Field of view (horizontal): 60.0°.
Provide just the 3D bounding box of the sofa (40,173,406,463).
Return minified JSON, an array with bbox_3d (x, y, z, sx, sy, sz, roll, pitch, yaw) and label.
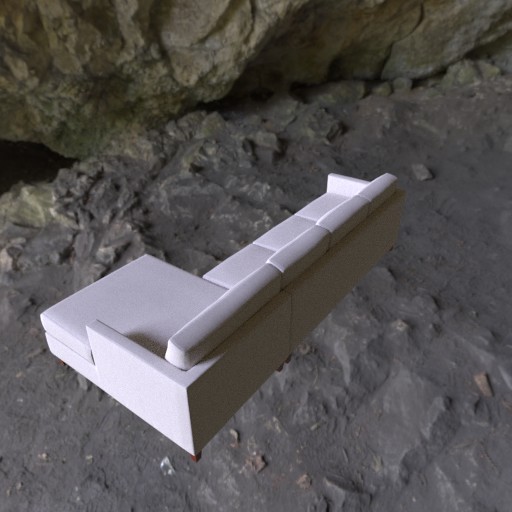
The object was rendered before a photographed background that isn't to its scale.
[{"bbox_3d":[0.000,0.000,4.177,1.599,0.954,3.471,21,37,30],"label":"sofa"}]
